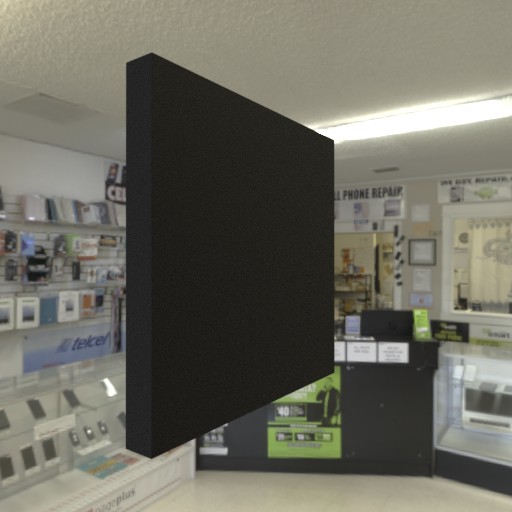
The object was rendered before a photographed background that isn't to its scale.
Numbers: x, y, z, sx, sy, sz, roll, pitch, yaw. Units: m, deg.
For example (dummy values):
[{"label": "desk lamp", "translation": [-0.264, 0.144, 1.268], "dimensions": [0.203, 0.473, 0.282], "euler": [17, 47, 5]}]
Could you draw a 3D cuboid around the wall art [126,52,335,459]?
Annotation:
[{"label": "wall art", "translation": [0.000, 0.000, 0.466], "dimensions": [0.030, 0.305, 0.308], "euler": [0, 0, 36]}]
